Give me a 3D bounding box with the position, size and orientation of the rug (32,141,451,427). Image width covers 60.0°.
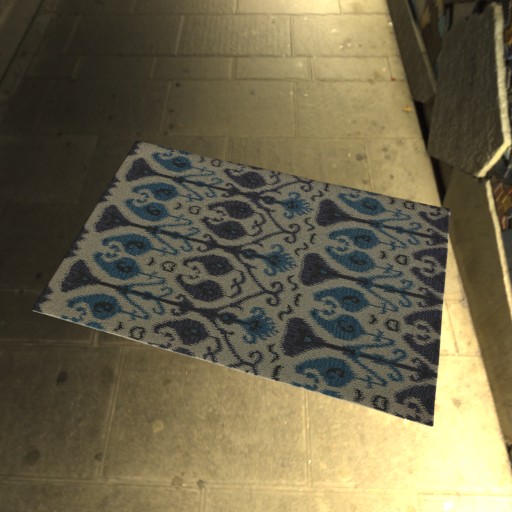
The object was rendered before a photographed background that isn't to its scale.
[{"bbox_3d":[0.000,0.000,2.048,1.698,0.013,1.072,14,59,9],"label":"rug"}]
